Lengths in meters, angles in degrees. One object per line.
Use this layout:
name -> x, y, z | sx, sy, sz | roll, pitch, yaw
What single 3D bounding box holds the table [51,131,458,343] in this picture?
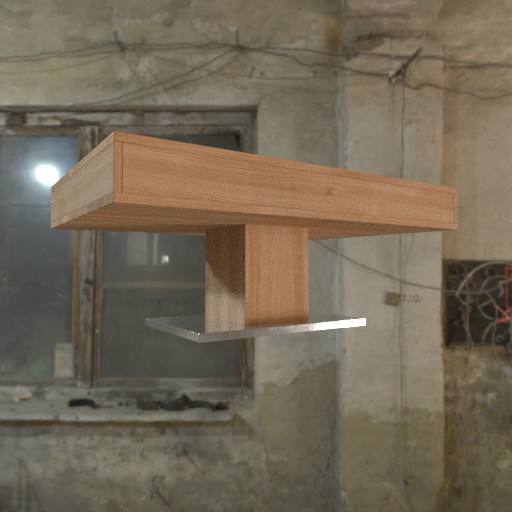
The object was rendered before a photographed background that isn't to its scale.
table -> 0.000, 0.000, 1.417 | 1.100, 0.440, 0.700 | 1, -2, -34
